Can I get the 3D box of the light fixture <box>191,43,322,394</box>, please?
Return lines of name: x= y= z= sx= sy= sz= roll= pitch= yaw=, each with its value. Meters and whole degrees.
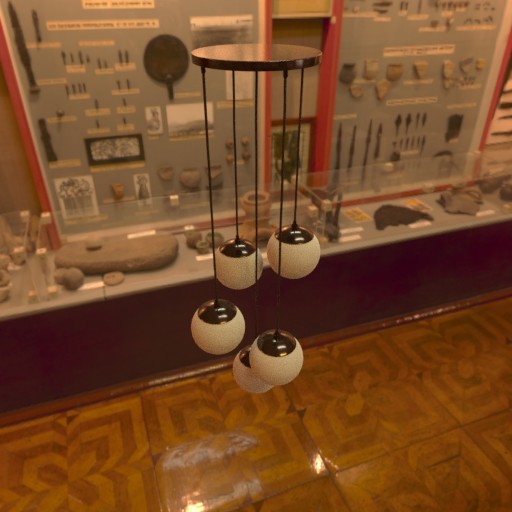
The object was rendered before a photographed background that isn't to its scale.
light fixture: x=0.000 y=0.000 z=1.505 sx=0.489 sy=1.271 sz=0.484 roll=-10 pitch=33 yaw=-15
